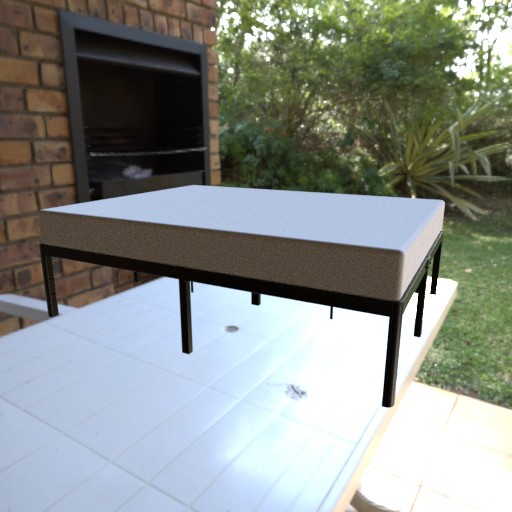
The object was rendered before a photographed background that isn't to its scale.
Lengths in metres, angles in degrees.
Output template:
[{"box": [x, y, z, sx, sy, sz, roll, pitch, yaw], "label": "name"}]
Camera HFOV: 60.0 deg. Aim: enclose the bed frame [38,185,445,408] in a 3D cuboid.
[{"box": [0.000, 0.000, 2.824, 2.072, 0.659, 1.557, 8, 17, 27], "label": "bed frame"}]
